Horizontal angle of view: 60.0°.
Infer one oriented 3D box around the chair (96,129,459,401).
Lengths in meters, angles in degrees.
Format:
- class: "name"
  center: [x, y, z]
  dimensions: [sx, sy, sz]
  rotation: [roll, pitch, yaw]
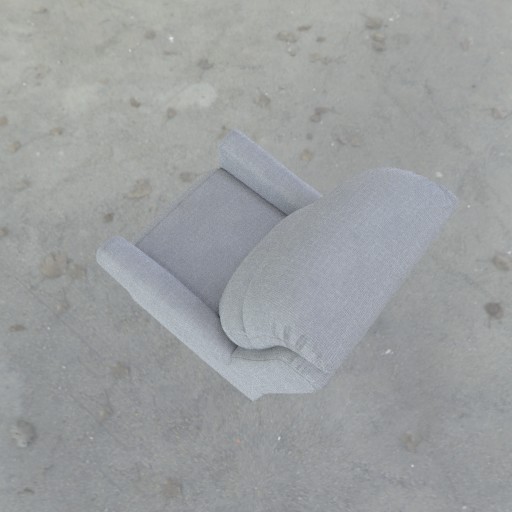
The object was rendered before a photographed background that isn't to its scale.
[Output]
- class: "chair"
  center: [0.000, 0.000, 1.741]
  dimensions: [1.014, 1.054, 0.838]
  rotation: [36, 68, 17]
